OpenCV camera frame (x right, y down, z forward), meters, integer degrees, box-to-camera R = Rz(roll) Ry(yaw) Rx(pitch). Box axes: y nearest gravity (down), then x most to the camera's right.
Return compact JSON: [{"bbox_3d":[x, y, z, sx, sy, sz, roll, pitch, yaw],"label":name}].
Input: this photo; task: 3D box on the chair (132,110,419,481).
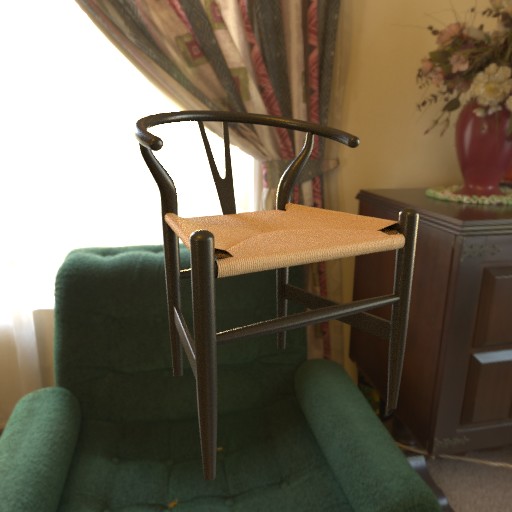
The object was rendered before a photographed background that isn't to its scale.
[{"bbox_3d":[0.000,0.000,1.144,0.570,0.739,0.570,-8,17,-28],"label":"chair"}]
